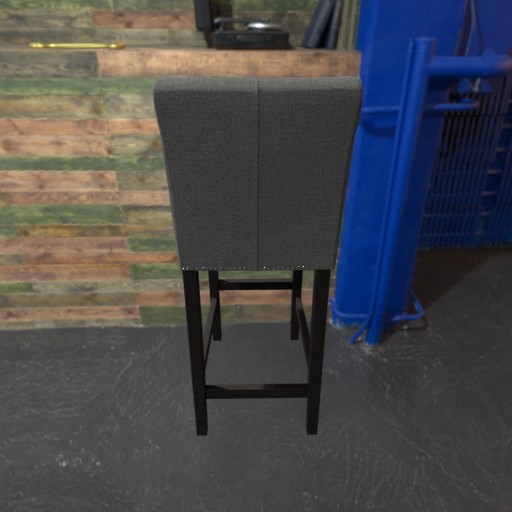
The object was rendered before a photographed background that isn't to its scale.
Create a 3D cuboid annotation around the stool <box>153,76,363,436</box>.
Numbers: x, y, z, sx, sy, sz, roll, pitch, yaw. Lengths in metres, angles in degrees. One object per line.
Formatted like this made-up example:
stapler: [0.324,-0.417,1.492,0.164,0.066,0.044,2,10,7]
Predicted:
stool: [0.000,0.000,1.309,0.411,1.047,0.548,-1,29,-1]
